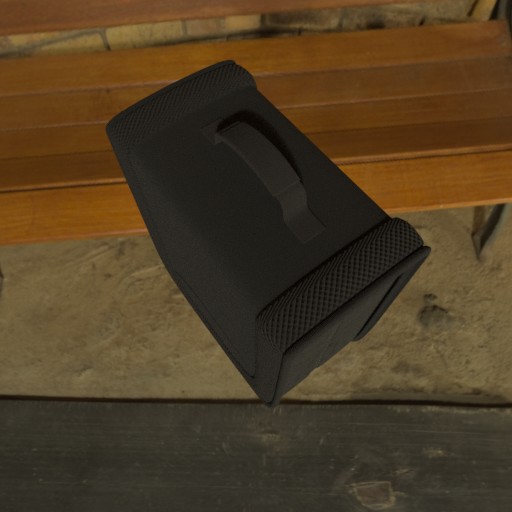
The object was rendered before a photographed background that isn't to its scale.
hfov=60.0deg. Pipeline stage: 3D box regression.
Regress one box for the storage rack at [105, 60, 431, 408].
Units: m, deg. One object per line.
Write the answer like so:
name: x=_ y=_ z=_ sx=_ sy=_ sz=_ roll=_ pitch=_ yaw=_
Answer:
storage rack: x=0.000 y=0.000 z=0.548 sx=0.168 sy=0.387 sz=0.297 roll=-34 pitch=68 yaw=-16
